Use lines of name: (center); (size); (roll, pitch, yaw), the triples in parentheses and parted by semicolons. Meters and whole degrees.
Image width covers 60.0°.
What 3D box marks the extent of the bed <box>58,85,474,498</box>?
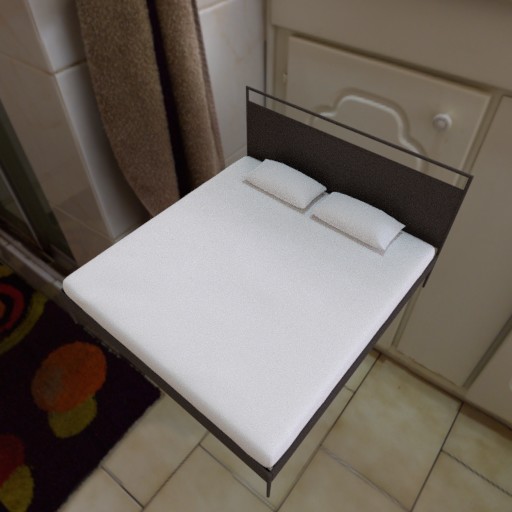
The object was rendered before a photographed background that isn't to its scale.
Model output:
bed: (0.000, 0.000, 3.248); (1.993, 1.173, 2.151); (31, 54, 26)
